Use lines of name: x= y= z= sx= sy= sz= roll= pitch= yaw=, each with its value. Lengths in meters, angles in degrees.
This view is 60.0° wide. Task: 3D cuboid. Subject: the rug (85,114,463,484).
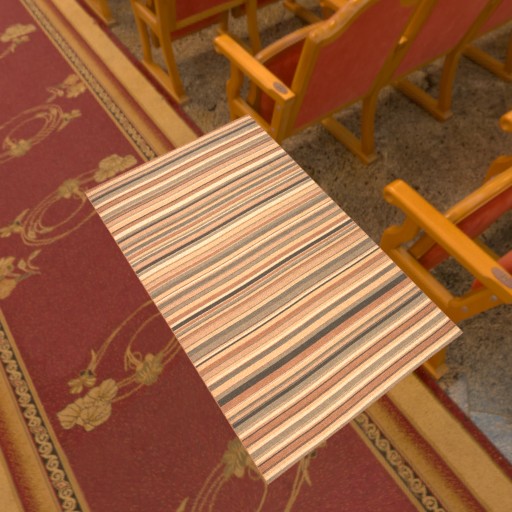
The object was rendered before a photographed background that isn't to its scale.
rug: x=0.000 y=0.000 z=3.115 sx=1.523 sy=0.014 sz=2.438 roll=-31 pitch=64 yaw=-17
